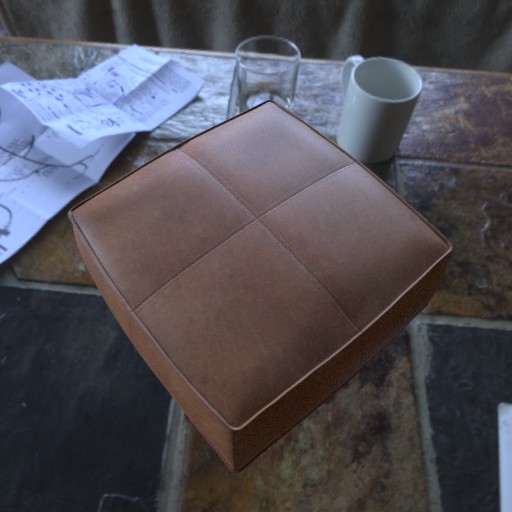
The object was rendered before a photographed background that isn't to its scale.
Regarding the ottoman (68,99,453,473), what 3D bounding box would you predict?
[{"bbox_3d":[0.000,0.000,1.394,0.901,0.395,0.902,-35,65,-19],"label":"ottoman"}]
